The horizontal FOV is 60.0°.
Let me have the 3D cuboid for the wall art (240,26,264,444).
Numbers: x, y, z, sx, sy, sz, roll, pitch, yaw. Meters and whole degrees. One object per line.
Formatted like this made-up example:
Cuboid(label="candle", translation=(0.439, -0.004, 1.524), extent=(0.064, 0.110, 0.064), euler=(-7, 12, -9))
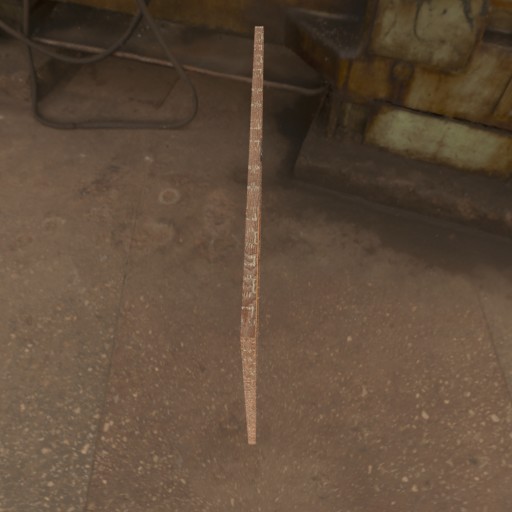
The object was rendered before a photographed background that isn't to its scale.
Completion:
Cuboid(label="wall art", translation=(0.000, 0.000, 0.569), extent=(0.012, 0.384, 0.384), euler=(1, 57, 1))
